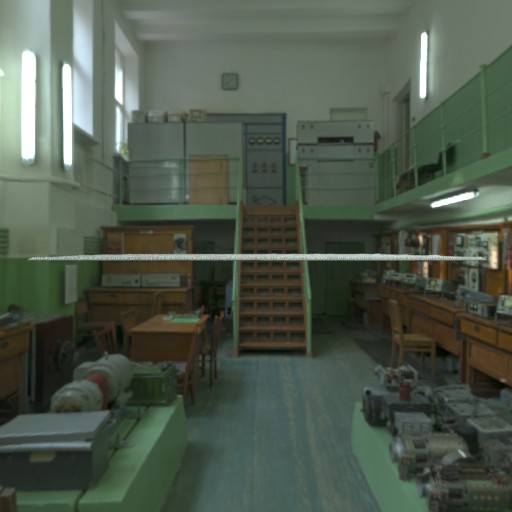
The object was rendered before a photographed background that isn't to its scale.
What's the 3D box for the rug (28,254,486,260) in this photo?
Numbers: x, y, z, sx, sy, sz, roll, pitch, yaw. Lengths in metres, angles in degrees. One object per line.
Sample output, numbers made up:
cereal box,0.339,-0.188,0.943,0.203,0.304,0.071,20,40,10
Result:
rug,0.000,0.000,4.156,3.052,0.030,2.429,0,1,-1
